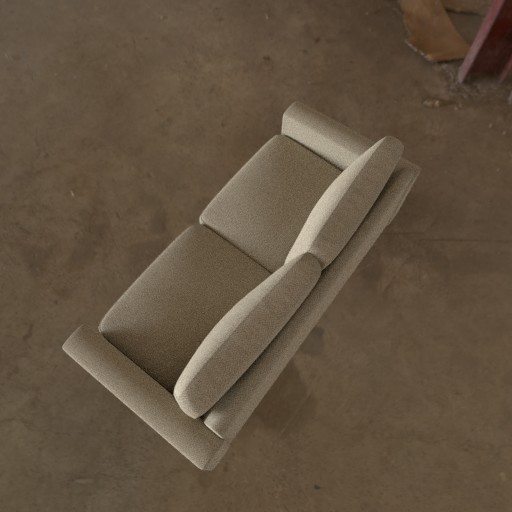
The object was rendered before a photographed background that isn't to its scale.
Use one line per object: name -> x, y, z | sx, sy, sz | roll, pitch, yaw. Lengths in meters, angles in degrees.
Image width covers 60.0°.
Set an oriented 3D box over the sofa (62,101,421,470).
sofa -> 0.000, 0.000, 2.684 | 1.016, 0.873, 2.179 | 34, 69, 15
